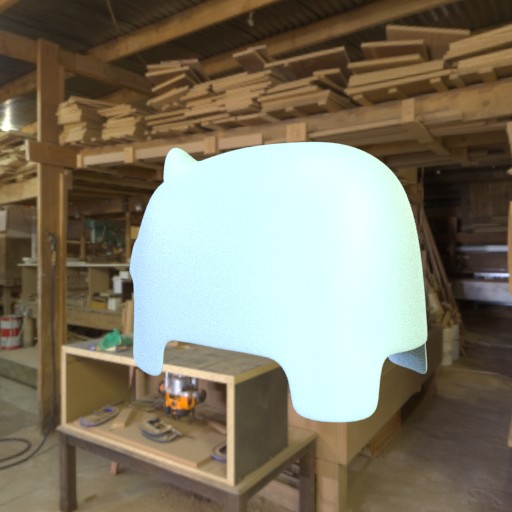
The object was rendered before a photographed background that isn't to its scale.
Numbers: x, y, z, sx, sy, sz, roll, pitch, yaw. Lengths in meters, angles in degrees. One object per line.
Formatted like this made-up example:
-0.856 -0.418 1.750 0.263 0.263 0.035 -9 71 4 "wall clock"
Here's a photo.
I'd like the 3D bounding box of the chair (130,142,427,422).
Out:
0.000 0.000 0.846 0.619 0.423 0.364 1 1 37 "chair"
